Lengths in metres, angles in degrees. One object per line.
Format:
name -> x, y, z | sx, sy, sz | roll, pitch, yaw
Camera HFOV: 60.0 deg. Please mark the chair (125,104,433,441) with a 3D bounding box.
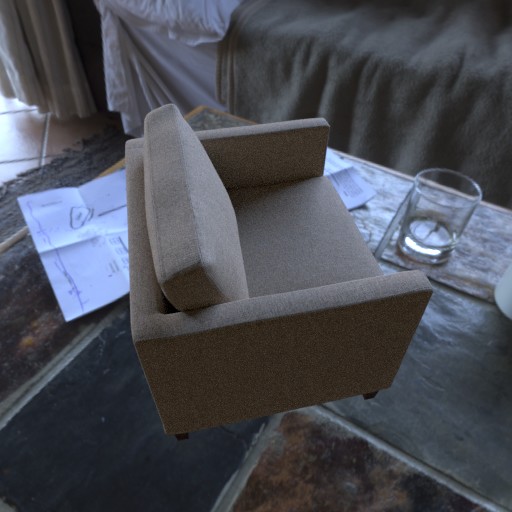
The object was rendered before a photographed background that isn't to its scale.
chair -> 0.000, 0.000, 1.858 | 0.959, 0.987, 1.107 | -9, 47, -9
